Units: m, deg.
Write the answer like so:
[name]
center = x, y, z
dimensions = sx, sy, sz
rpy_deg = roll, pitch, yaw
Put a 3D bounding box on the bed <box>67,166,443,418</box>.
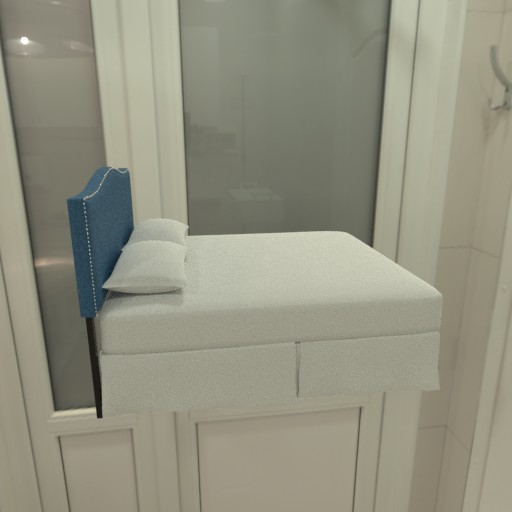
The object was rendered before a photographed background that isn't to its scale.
[bed]
center = 0.000, 0.000, 2.906
dimensions = 1.872, 1.169, 1.610
rpy_deg = -2, 16, -8
